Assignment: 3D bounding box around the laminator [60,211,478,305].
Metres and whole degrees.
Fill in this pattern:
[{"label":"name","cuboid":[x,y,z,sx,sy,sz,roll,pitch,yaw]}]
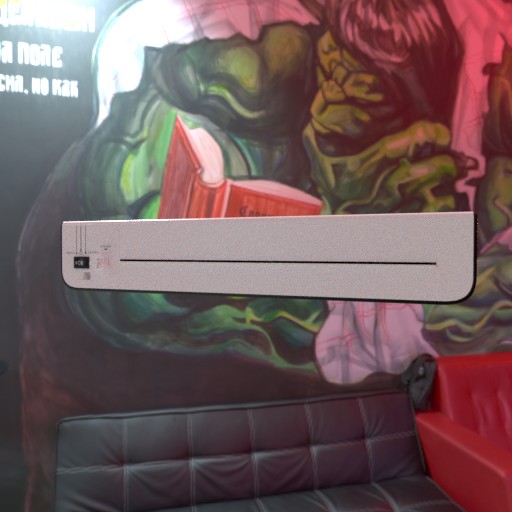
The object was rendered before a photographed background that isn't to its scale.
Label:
[{"label":"laminator","cuboid":[0.000,0.000,0.391,0.340,0.062,0.123,0,1,19]}]
